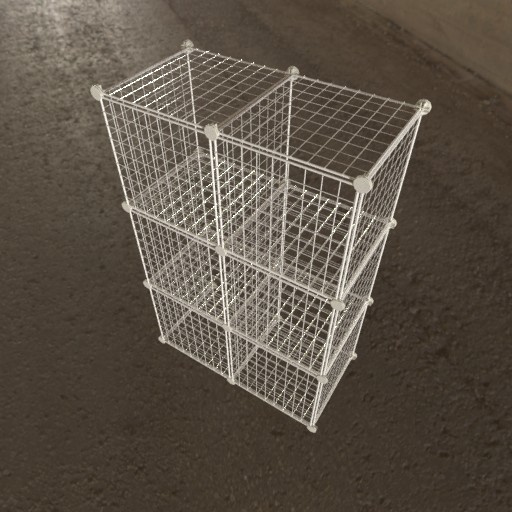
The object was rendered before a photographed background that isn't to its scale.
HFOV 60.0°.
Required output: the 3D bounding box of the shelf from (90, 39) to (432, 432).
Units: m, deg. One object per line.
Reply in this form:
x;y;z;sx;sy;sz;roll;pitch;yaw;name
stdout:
0.000;0.000;1.398;0.711;1.067;0.356;24;50;22;shelf
